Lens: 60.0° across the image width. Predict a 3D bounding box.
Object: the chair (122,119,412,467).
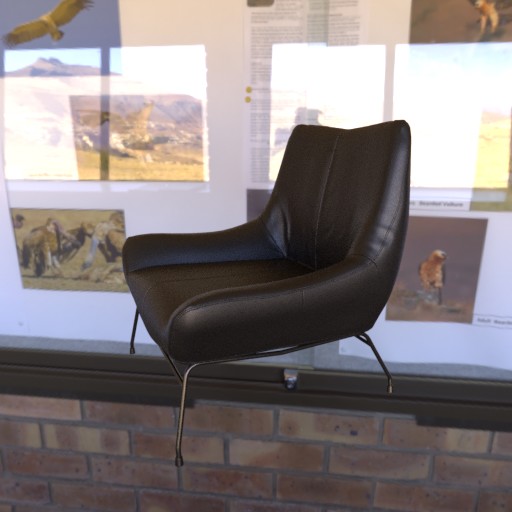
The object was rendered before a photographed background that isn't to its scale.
[{"bbox_3d":[0.000,0.000,1.579,0.826,0.922,0.836,-7,17,-24],"label":"chair"}]
